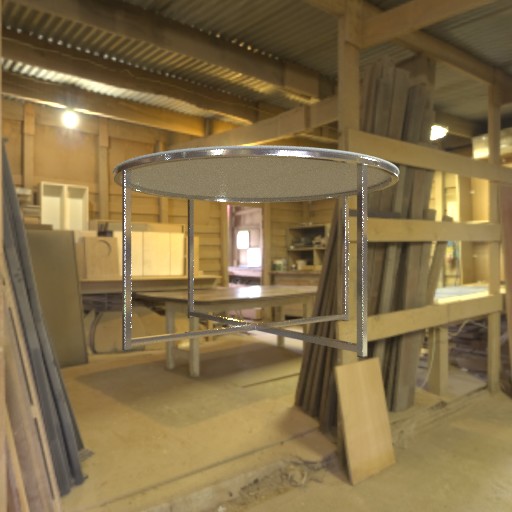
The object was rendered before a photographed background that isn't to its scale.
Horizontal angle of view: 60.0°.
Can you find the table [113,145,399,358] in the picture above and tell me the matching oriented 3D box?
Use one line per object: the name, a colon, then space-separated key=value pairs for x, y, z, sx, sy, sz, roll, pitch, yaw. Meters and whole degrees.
table: x=0.000 y=0.000 z=1.300 sx=0.800 sy=0.450 sz=0.800 roll=0 pitch=0 yaw=0
